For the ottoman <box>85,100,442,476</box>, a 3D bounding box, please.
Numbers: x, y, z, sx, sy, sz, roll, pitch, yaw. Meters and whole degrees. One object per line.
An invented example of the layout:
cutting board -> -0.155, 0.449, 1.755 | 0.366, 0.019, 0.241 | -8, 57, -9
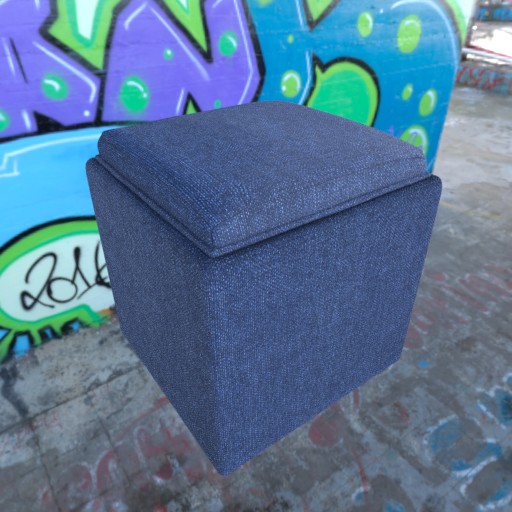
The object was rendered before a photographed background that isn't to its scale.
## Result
ottoman -> 0.000, 0.000, 0.850 | 0.454, 0.493, 0.436 | -22, 39, -30
